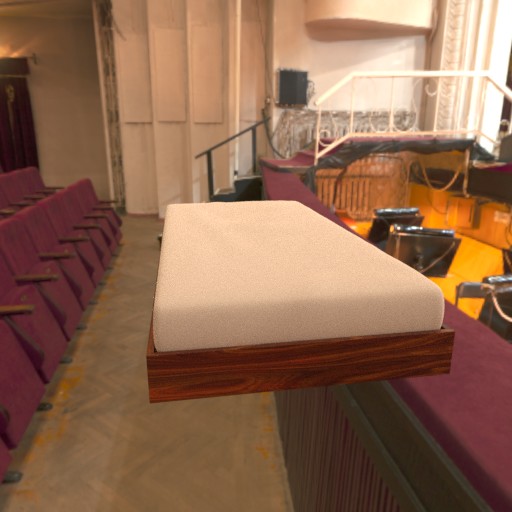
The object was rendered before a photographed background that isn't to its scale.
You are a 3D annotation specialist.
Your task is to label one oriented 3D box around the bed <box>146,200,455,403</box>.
[{"bbox_3d":[0.000,0.000,2.185,0.940,0.312,1.860,-3,16,-9],"label":"bed"}]
